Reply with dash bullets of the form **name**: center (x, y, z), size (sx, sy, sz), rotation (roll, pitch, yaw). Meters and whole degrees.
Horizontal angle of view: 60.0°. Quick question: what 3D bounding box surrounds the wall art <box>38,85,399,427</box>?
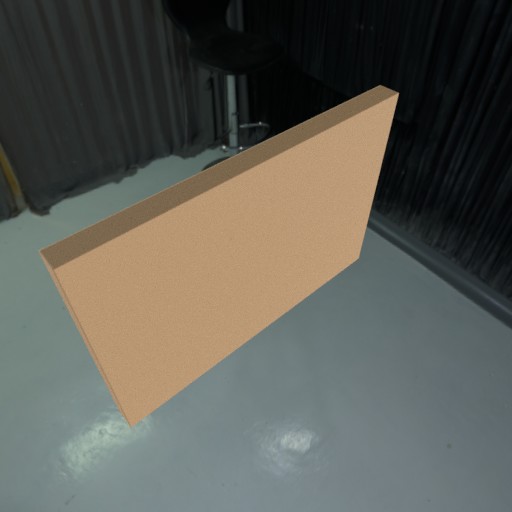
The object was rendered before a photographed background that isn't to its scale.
- **wall art**: center (0.000, 0.000, 0.768), size (0.609, 0.407, 0.039), rotation (-32, 54, -27)
